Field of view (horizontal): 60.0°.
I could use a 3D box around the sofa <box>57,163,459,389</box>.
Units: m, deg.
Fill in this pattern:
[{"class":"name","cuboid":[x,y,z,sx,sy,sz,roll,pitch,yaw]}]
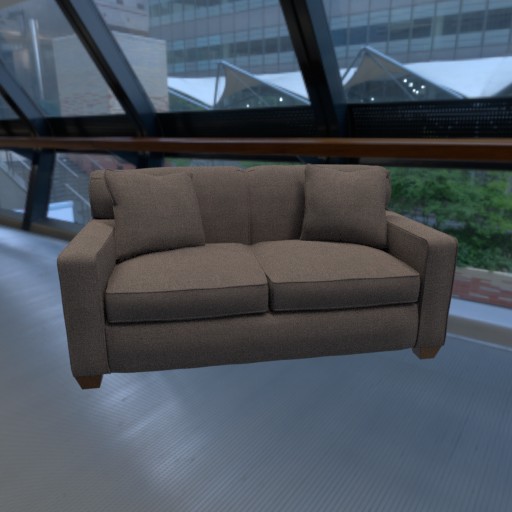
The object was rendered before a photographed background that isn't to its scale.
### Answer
[{"class":"sofa","cuboid":[0.000,0.000,2.457,1.846,0.958,1.000,-3,17,-9]}]
